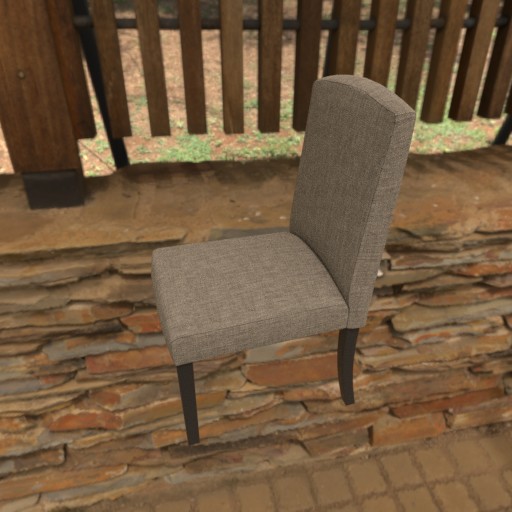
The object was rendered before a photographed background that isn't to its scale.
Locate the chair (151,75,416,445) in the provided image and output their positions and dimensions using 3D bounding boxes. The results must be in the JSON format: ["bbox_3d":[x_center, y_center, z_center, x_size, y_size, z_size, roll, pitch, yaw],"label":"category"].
[{"bbox_3d":[0.000,0.000,1.243,0.580,0.917,0.451,-9,31,-15],"label":"chair"}]
